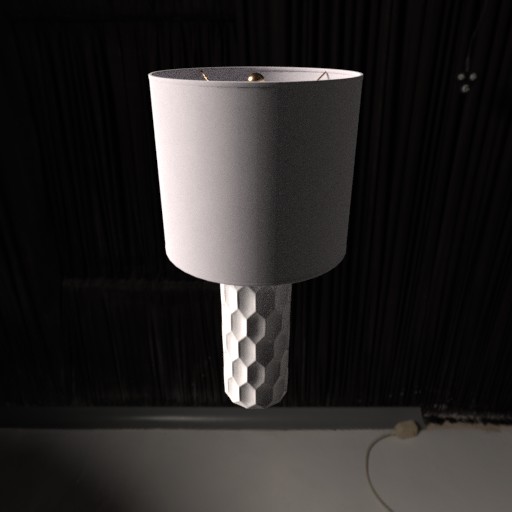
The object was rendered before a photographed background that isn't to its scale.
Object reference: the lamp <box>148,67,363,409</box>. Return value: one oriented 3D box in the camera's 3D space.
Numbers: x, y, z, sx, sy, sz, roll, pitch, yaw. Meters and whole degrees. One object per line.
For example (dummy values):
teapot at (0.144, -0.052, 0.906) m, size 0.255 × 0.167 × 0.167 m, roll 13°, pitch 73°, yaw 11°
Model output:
lamp at (0.000, 0.000, 0.701) m, size 0.277 × 0.537 × 0.277 m, roll 0°, pitch 26°, yaw -1°
